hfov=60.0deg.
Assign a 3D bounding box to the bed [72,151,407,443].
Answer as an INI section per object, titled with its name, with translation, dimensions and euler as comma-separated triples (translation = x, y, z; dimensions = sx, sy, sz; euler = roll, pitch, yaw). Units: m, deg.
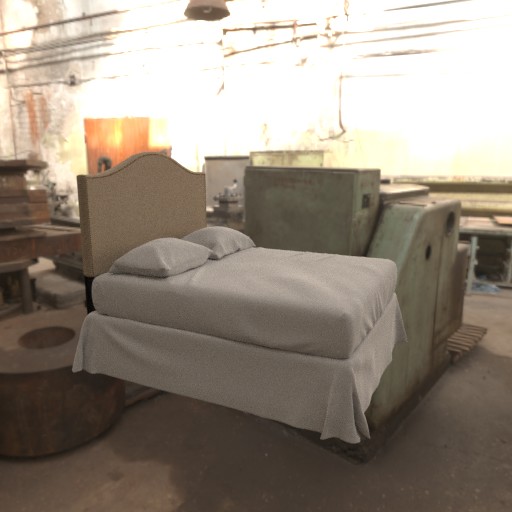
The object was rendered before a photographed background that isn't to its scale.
[bed]
translation = 0.000, 0.000, 3.523
dimensions = 2.221, 1.645, 1.876
euler = 6, 13, 25
